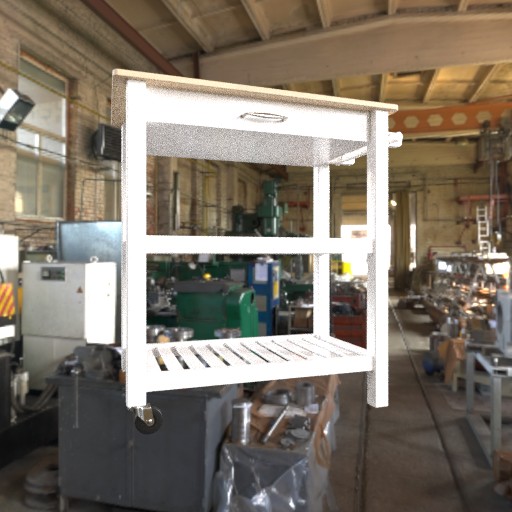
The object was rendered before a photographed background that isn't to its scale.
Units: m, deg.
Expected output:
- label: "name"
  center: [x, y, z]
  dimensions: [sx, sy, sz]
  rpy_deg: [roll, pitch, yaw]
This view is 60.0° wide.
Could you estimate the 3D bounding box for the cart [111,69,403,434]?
- label: "cart"
  center: [0.000, 0.000, 1.453]
  dimensions: [0.899, 0.927, 0.457]
  rpy_deg: [0, 0, -19]
